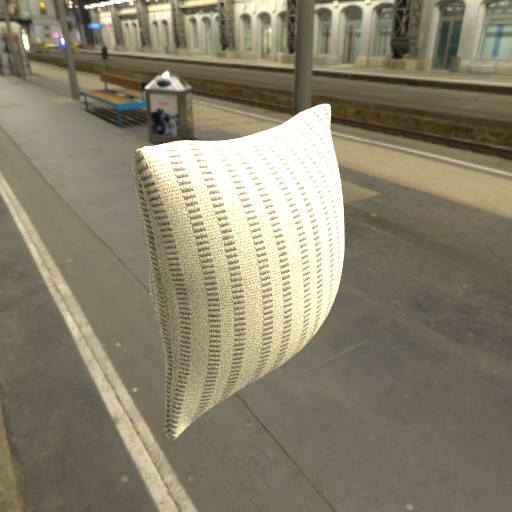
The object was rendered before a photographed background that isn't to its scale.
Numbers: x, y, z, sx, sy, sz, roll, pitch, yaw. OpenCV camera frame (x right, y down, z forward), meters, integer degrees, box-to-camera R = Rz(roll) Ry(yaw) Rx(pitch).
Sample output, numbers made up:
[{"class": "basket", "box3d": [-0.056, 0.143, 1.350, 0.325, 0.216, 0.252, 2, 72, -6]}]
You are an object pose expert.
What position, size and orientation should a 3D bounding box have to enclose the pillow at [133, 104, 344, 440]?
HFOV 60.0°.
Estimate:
[{"class": "pillow", "box3d": [0.000, 0.000, 0.703, 0.247, 0.419, 0.438, 17, 31, 31]}]
